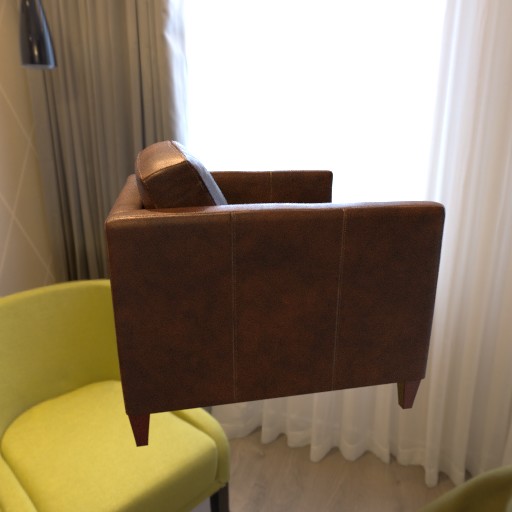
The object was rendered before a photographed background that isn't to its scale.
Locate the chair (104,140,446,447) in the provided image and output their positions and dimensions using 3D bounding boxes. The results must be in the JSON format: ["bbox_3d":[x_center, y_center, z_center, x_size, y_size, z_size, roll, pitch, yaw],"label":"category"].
[{"bbox_3d":[0.000,0.000,1.719,0.975,0.864,0.990,-4,18,-11],"label":"chair"}]
